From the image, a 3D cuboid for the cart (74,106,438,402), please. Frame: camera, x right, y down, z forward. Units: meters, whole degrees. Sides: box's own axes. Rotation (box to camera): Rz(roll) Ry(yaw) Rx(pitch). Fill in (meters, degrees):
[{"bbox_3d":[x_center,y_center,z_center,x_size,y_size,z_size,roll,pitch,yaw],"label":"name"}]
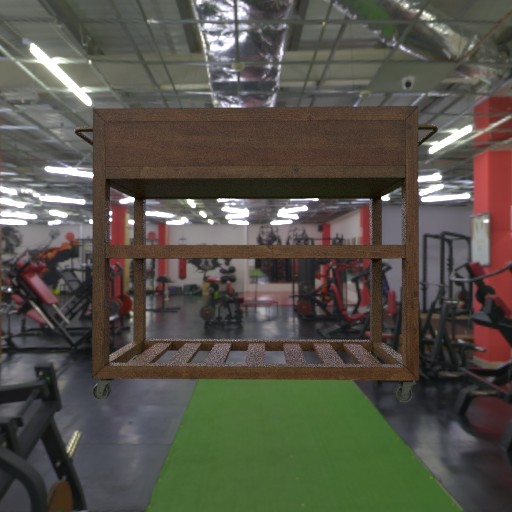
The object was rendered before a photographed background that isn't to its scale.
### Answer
[{"bbox_3d":[0.000,0.000,1.462,1.065,0.830,0.445,0,-1,1],"label":"cart"}]
